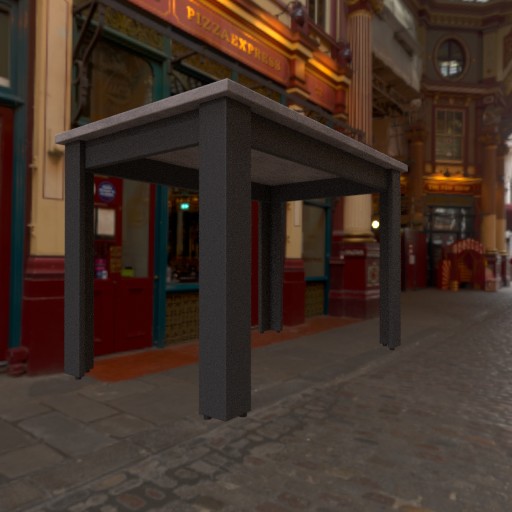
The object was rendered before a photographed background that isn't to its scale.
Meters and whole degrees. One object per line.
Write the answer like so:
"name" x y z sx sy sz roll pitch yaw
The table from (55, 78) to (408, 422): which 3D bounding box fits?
"table" 0.000 0.000 1.568 0.700 0.734 1.100 0 0 38
